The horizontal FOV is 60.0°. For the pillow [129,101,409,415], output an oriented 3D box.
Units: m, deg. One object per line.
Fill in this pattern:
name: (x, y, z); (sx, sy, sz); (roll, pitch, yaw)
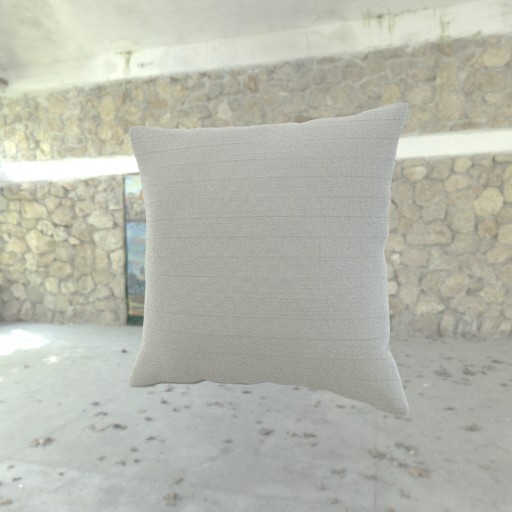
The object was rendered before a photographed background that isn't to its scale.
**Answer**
pillow: (0.000, 0.000, 0.720); (0.470, 0.464, 0.175); (0, 1, 16)
